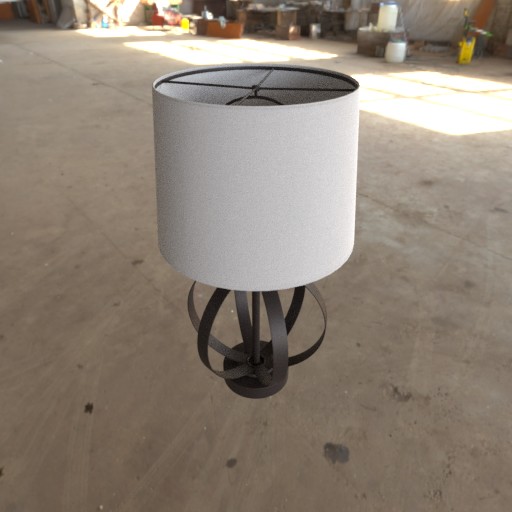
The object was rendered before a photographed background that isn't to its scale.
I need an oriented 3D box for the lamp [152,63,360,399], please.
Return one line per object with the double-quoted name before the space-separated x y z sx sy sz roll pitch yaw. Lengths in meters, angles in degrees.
"lamp" 0.000 0.000 0.682 0.286 0.510 0.286 0 32 0
